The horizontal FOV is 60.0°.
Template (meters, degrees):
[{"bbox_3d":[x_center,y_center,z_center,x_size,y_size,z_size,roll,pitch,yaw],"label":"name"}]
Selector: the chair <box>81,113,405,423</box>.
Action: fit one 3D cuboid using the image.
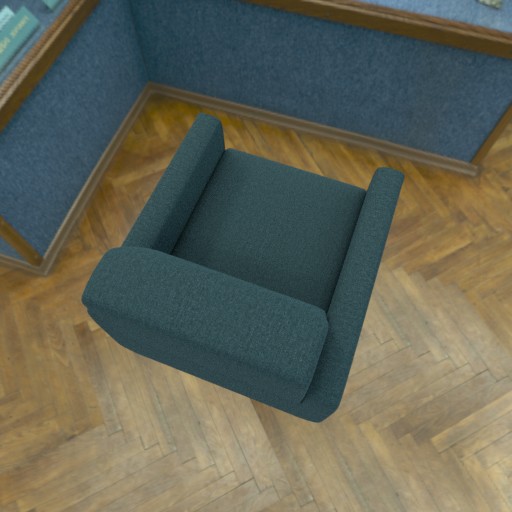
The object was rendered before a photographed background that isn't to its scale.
[{"bbox_3d":[0.000,0.000,1.689,0.880,0.940,0.964,19,66,9],"label":"chair"}]
